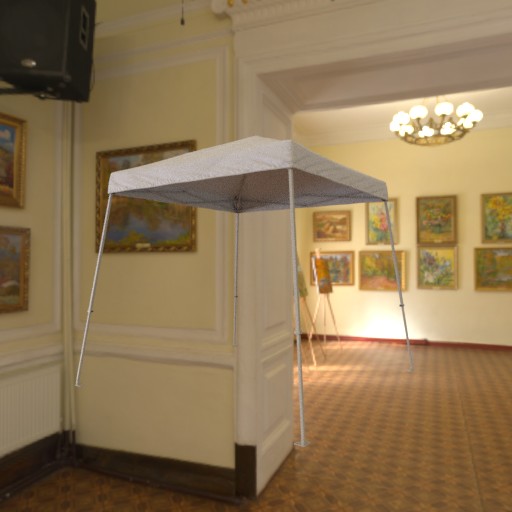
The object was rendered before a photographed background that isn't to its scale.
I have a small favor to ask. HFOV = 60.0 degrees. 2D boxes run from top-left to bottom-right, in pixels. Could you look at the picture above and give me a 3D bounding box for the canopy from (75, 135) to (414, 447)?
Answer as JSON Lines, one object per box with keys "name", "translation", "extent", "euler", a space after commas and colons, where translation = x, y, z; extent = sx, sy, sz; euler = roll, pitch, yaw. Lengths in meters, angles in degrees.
{"name": "canopy", "translation": [0.000, 0.000, 6.609], "extent": [3.599, 3.600, 3.600], "euler": [-1, -1, 35]}
